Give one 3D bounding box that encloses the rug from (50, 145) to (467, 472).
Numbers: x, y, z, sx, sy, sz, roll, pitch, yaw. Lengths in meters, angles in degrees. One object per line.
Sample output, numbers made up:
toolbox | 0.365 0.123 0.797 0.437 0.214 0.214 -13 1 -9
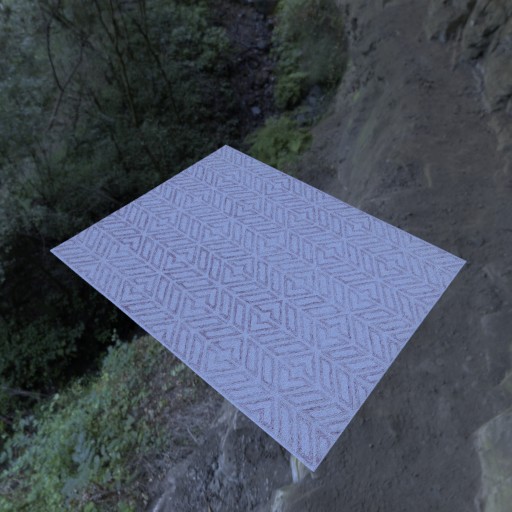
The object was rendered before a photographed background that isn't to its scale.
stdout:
rug | 0.000 0.000 4.134 3.045 0.008 2.421 32 54 27
